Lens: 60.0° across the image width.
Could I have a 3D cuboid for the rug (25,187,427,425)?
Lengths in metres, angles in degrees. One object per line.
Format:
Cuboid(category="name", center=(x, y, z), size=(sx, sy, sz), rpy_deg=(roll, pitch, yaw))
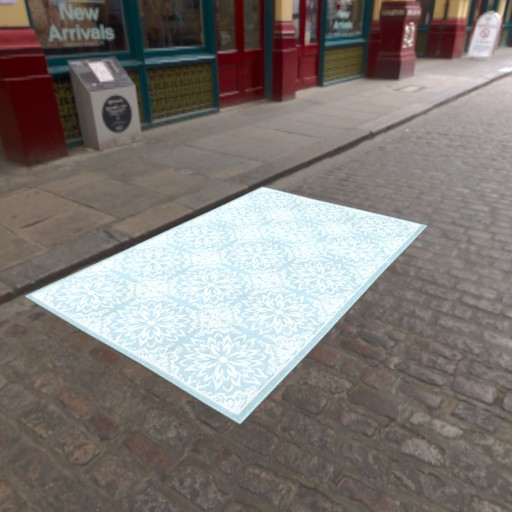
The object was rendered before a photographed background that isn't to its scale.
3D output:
Cuboid(category="rug", center=(0.000, 0.000, 2.321), size=(1.219, 0.012, 1.840), rpy_deg=(19, 33, 31))
